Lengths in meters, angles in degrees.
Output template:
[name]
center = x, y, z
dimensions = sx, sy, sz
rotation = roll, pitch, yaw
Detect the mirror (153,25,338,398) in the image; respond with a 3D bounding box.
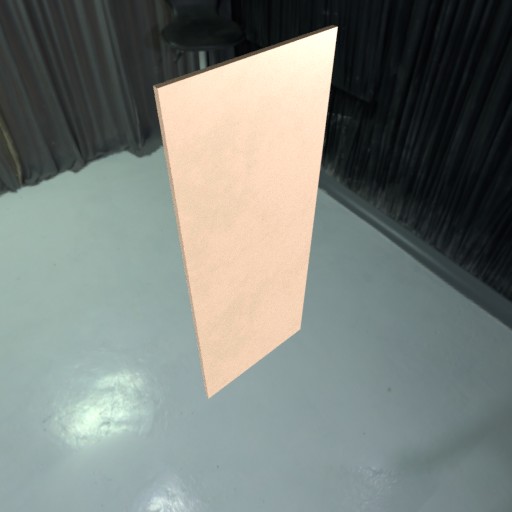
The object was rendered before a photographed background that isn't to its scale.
[mirror]
center = 0.000, 0.000, 2.272
dimensions = 0.812, 2.031, 0.026
rotation = -32, 54, -27
